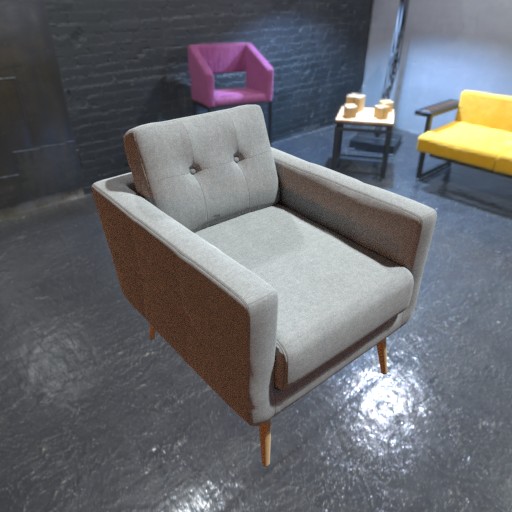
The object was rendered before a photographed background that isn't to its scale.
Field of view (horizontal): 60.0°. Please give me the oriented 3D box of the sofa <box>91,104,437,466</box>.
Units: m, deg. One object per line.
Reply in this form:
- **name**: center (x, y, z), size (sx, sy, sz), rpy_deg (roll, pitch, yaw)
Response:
- **sofa**: center (0.000, 0.000, 1.545), size (0.770, 0.860, 0.920), rpy_deg (-23, 39, -33)
